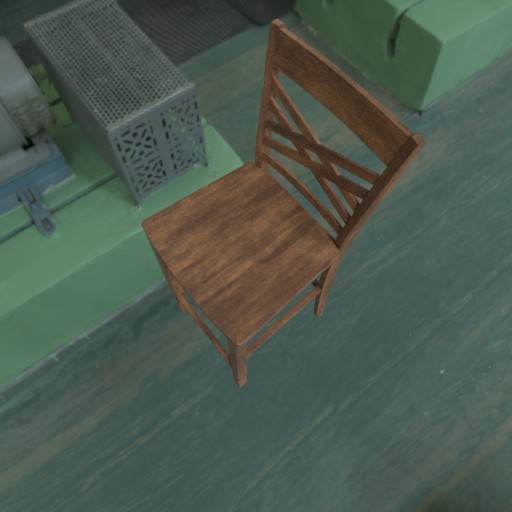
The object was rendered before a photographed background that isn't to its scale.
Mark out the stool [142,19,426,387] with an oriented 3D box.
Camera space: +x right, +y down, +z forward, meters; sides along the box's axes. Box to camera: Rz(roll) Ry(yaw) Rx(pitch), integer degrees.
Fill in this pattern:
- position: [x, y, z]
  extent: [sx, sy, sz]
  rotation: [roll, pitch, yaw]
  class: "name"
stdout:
- position: [0.000, 0.000, 1.327]
  extent: [0.487, 1.105, 0.433]
  rotation: [-36, 70, -15]
  class: "stool"
